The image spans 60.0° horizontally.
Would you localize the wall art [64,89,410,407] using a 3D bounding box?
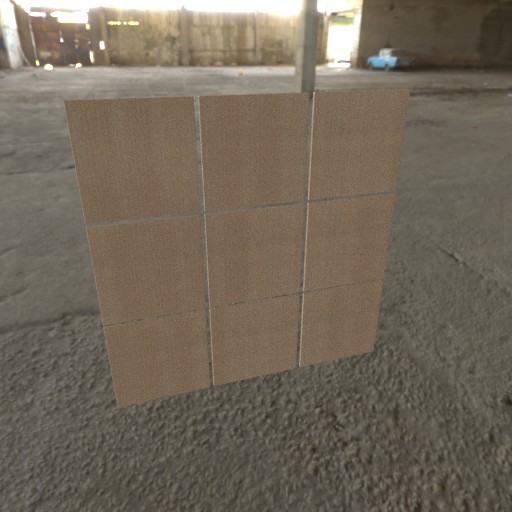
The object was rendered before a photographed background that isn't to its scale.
[{"bbox_3d":[0.000,0.000,1.768,1.219,1.218,0.013,-8,27,-16],"label":"wall art"}]
